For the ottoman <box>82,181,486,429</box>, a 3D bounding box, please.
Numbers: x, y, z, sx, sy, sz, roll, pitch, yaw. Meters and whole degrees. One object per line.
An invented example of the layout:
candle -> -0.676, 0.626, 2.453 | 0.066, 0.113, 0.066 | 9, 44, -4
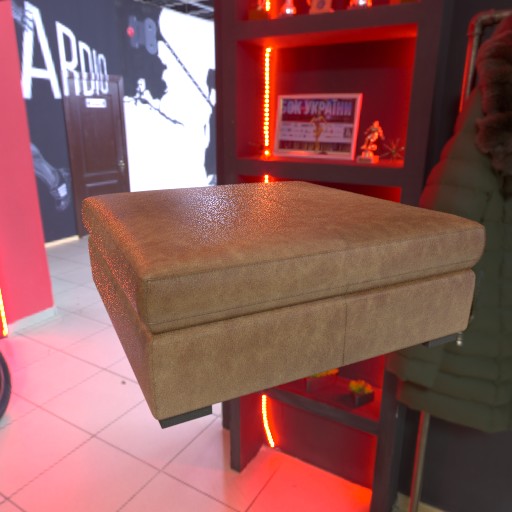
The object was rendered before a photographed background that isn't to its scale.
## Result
ottoman -> 0.000, 0.000, 1.777 | 1.168, 0.483, 1.169 | -8, 19, -25
